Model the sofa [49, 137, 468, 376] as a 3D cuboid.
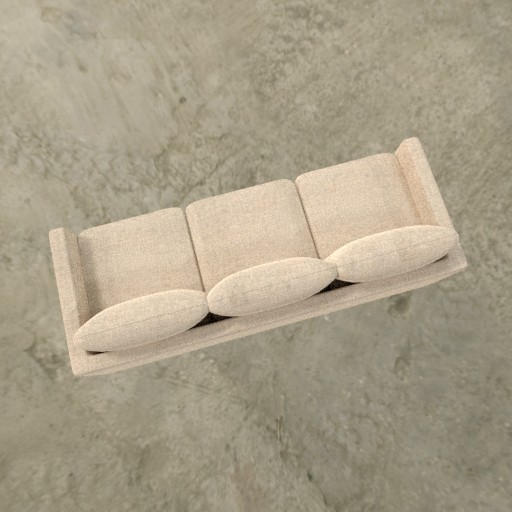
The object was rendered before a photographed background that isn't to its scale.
[{"bbox_3d":[0.000,0.000,2.686,2.218,0.874,0.859,-15,77,-3],"label":"sofa"}]
